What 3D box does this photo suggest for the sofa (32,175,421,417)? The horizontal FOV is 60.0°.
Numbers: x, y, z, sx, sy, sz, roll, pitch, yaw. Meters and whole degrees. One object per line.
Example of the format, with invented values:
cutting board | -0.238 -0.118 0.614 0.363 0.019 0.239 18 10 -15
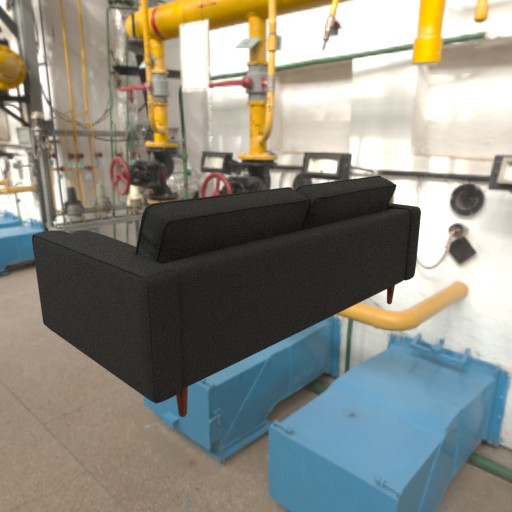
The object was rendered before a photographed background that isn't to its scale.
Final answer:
sofa | 0.000 0.000 2.292 0.914 0.759 1.875 14 21 42
